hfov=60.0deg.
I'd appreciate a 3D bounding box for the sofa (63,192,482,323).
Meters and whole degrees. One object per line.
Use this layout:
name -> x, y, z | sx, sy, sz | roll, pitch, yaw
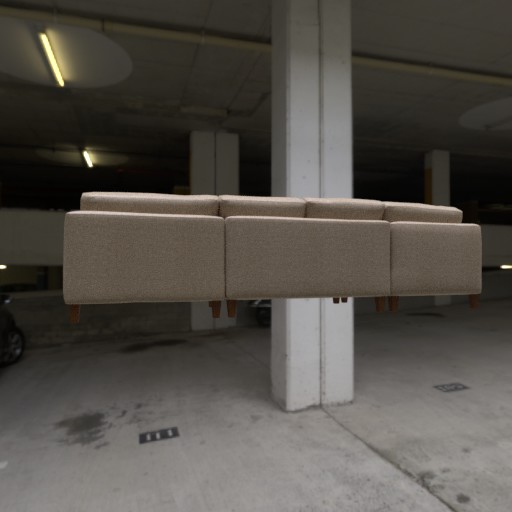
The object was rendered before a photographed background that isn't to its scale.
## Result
sofa -> 0.000, 0.000, 4.661 | 3.460, 0.961, 2.594 | 0, -1, -16
